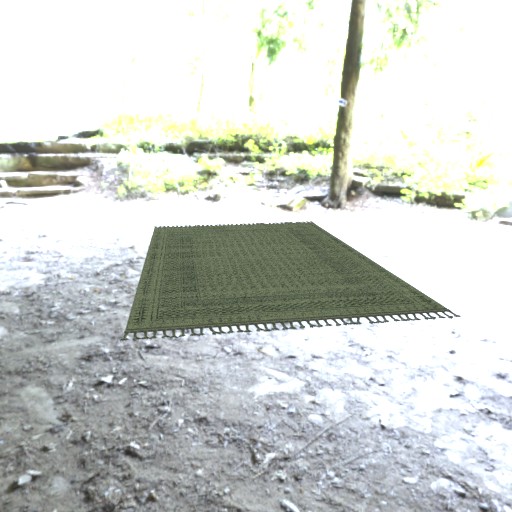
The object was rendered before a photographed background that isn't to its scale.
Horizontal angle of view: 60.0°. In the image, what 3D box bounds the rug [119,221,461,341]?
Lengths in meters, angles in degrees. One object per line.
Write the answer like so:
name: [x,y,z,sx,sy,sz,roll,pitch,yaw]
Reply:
rug: [0.000,0.000,3.114,1.548,0.013,2.486,-2,15,-9]
